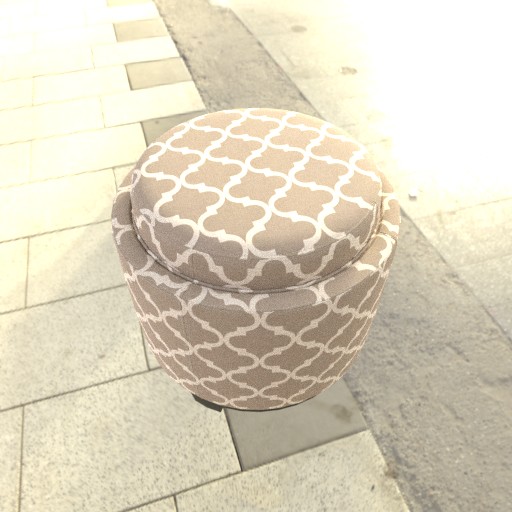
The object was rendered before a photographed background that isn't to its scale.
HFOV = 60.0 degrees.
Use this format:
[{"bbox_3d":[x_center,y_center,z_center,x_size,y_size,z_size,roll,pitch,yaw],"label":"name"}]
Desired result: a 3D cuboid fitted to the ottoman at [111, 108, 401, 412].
[{"bbox_3d":[0.000,0.000,0.841,0.480,0.429,0.480,0,47,0],"label":"ottoman"}]
